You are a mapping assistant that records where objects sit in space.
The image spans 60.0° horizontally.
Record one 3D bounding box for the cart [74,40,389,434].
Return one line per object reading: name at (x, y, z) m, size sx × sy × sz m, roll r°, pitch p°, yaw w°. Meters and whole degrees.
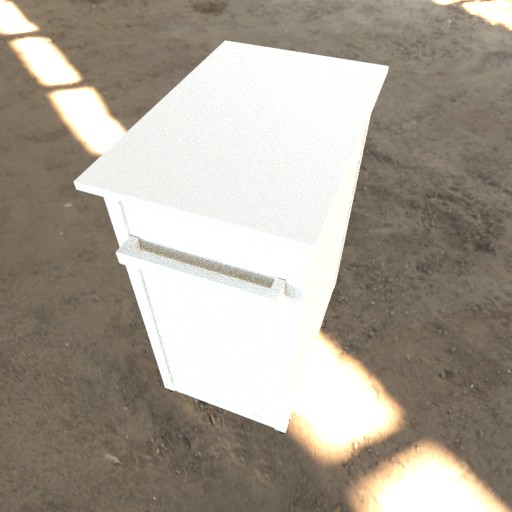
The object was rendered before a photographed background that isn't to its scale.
cart at (0.000, 0.000, 1.249) m, size 0.442 × 0.864 × 0.683 m, roll 16°, pitch 49°, yaw 14°
